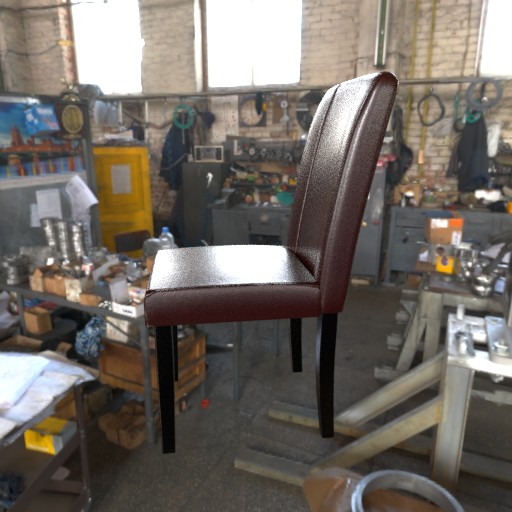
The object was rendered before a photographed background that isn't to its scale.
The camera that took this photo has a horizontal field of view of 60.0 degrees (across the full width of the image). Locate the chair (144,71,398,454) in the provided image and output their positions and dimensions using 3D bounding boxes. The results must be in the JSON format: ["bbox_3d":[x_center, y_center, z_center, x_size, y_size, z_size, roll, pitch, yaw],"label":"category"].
[{"bbox_3d":[0.000,0.000,1.186,0.556,0.897,0.399,-2,15,-8],"label":"chair"}]
